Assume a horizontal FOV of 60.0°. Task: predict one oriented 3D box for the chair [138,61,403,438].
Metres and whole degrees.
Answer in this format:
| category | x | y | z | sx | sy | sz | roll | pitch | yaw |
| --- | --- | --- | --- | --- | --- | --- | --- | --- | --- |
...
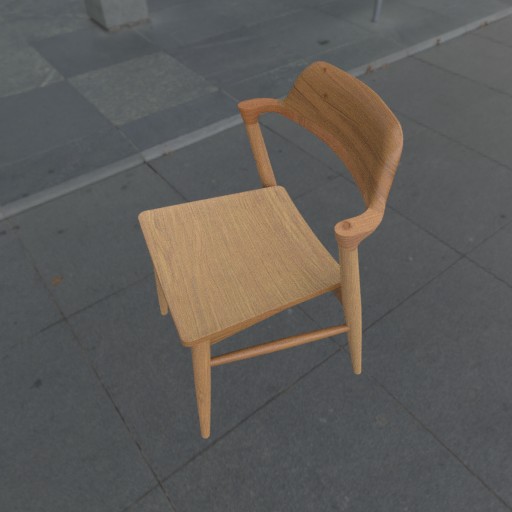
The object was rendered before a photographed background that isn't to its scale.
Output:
| category | x | y | z | sx | sy | sz | roll | pitch | yaw |
| --- | --- | --- | --- | --- | --- | --- | --- | --- | --- |
| chair | 0.000 | 0.000 | 1.109 | 0.499 | 0.792 | 0.512 | -17 | 49 | -15 |
